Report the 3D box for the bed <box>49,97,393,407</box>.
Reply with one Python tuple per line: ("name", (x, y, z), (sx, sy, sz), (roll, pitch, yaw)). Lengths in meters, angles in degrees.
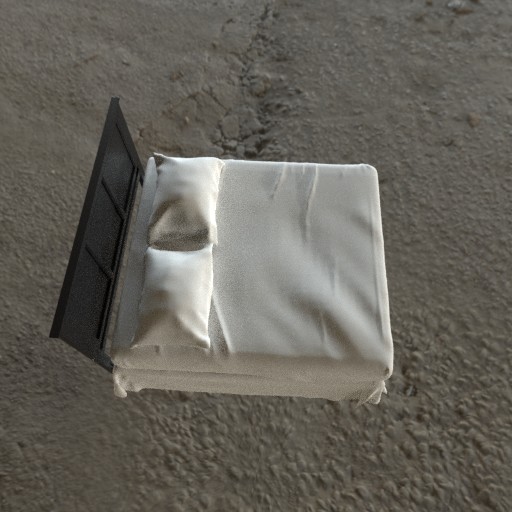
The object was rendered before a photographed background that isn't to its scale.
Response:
("bed", (0.000, 0.000, 3.161), (2.050, 1.270, 1.870), (3, 64, 1))
